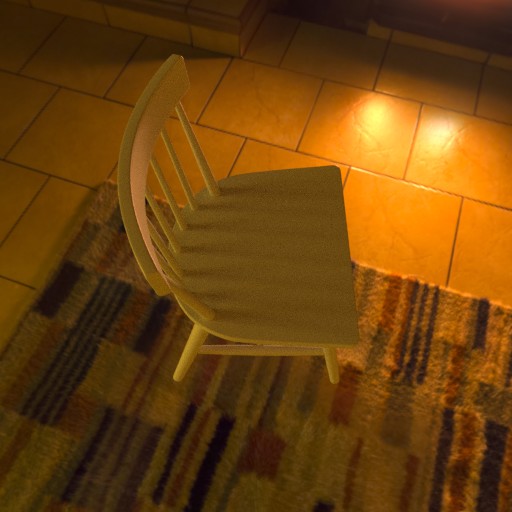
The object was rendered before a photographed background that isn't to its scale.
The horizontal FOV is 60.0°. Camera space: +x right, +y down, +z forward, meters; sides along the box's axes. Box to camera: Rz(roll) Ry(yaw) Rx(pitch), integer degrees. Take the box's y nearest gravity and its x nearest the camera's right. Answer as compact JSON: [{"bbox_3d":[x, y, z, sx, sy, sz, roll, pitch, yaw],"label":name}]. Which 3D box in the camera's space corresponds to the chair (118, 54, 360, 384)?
[{"bbox_3d":[0.000,0.000,1.091,0.500,0.787,0.483,0,63,0],"label":"chair"}]
